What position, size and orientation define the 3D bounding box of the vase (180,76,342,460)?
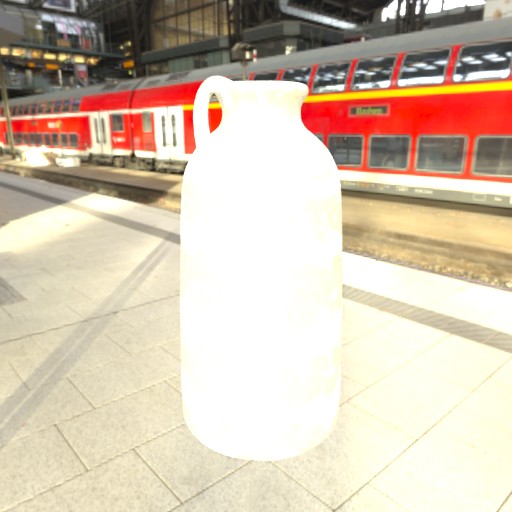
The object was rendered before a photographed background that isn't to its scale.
[{"bbox_3d":[0.000,0.000,0.491,0.186,0.382,0.203,-15,22,-42],"label":"vase"}]
